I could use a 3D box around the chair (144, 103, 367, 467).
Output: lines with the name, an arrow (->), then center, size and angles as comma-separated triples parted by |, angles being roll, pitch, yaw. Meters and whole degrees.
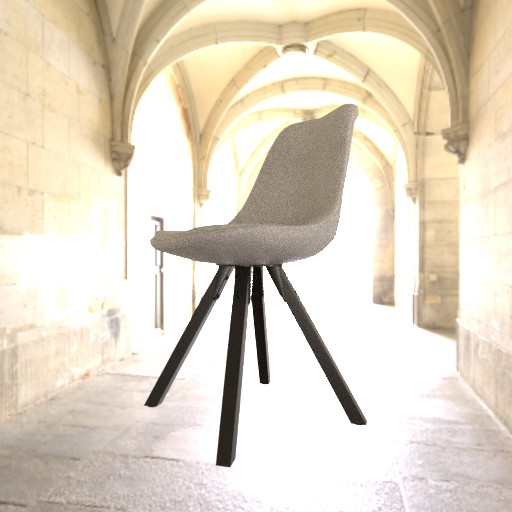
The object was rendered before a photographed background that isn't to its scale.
chair -> 0.000, 0.000, 1.203 | 0.550, 0.850, 0.485 | 0, 0, -34
